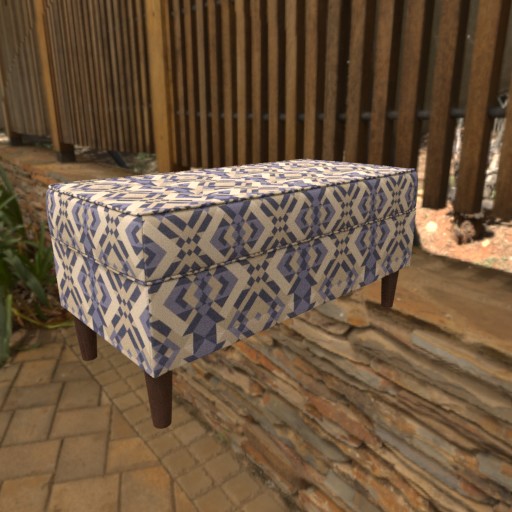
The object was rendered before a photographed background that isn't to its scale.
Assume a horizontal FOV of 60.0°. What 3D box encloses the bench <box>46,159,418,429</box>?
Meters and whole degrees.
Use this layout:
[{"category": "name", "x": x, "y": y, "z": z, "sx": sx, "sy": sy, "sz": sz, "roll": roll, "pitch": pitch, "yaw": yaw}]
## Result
[{"category": "bench", "x": 0.000, "y": 0.000, "z": 1.322, "sx": 1.016, "sy": 0.477, "sz": 0.492, "roll": -16, "pitch": 24, "yaw": -41}]
